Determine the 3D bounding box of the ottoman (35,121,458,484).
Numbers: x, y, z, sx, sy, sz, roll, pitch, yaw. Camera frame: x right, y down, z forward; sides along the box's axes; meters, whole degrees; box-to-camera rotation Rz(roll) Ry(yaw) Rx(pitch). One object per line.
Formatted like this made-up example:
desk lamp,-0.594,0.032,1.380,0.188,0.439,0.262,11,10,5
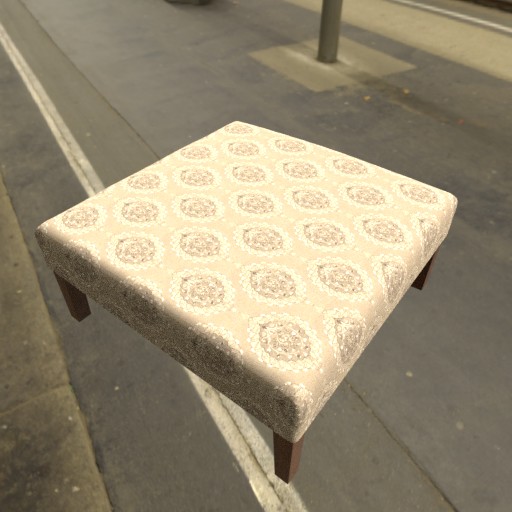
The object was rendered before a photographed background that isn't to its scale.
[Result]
ottoman,0.000,0.000,1.392,0.890,0.411,0.889,27,48,27
